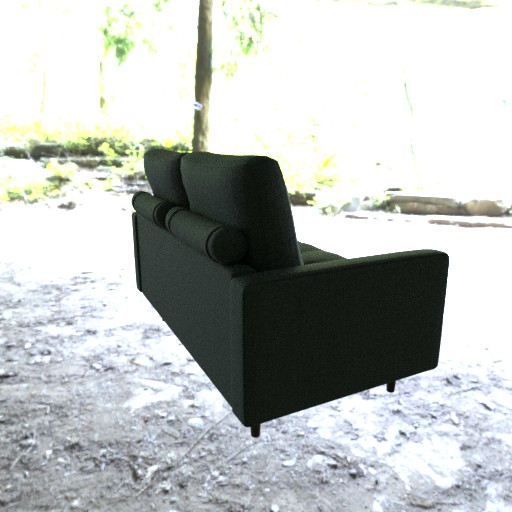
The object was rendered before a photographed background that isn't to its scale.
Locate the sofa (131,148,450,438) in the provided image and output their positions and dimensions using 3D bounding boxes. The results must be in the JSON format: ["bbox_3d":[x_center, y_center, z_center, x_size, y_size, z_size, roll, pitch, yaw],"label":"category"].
[{"bbox_3d":[0.000,0.000,1.954,0.842,0.907,1.407,-7,16,-26],"label":"sofa"}]
